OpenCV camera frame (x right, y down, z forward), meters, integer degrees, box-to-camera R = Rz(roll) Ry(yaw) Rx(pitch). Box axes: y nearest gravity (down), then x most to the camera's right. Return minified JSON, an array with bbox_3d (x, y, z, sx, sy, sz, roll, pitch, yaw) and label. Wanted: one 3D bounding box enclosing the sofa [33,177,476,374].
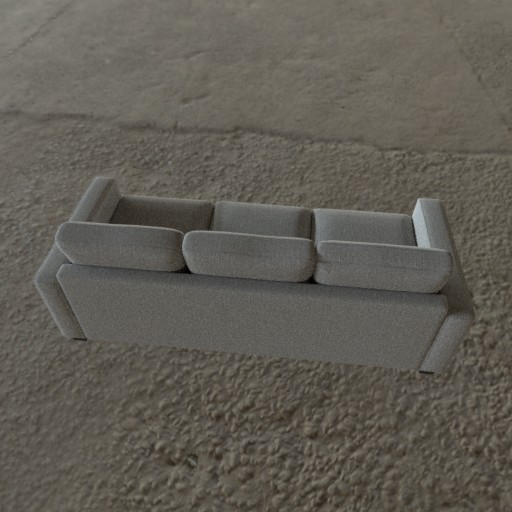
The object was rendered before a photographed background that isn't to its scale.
[{"bbox_3d":[0.000,0.000,2.500,2.120,0.800,0.900,4,46,4],"label":"sofa"}]
